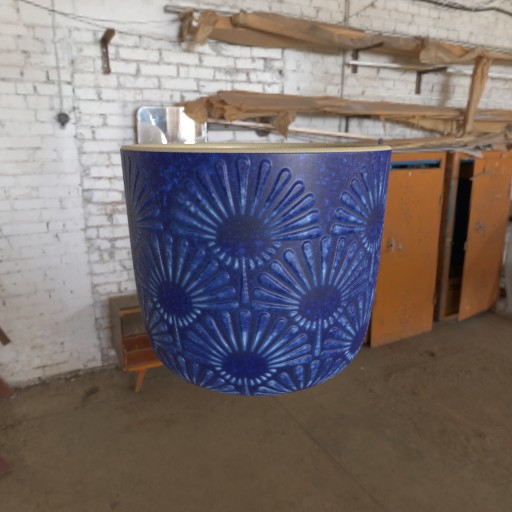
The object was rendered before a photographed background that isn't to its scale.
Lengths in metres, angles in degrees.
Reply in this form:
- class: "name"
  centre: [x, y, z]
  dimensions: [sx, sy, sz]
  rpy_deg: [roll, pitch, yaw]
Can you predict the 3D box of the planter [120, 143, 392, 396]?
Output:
- class: "planter"
  centre: [0.000, 0.000, 0.224]
  dimensions: [0.124, 0.109, 0.124]
  rpy_deg: [0, 15, 0]
